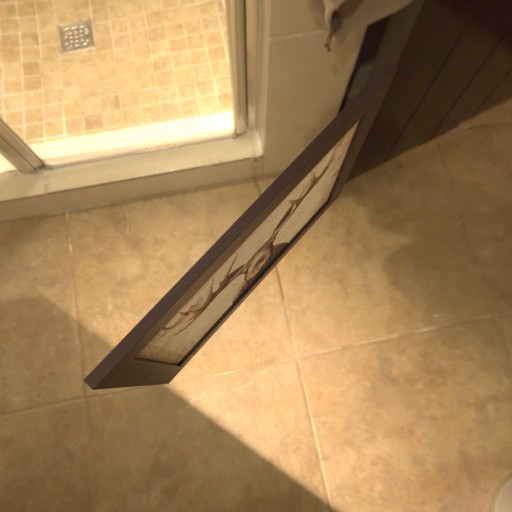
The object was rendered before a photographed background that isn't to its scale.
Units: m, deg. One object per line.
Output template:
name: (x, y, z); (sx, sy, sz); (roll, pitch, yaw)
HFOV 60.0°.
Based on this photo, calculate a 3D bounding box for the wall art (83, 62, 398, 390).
wall art: (0.000, 0.000, 1.637); (0.034, 0.952, 1.207); (41, 79, 10)
